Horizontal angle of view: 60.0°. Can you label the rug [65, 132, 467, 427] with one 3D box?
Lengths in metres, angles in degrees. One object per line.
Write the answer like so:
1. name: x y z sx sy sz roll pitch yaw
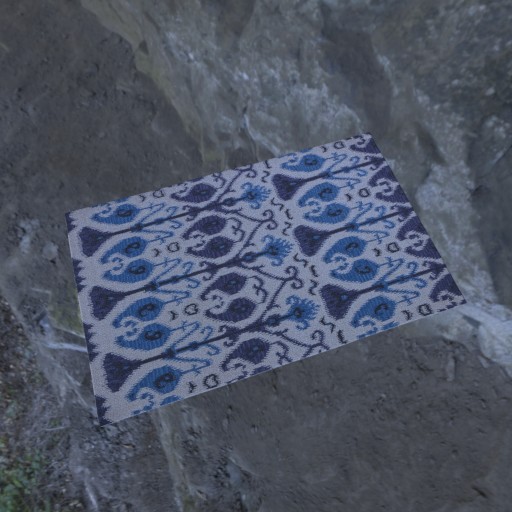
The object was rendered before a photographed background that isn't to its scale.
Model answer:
1. rug: 0.000 0.000 2.143 1.698 0.013 1.072 -17 65 -8
